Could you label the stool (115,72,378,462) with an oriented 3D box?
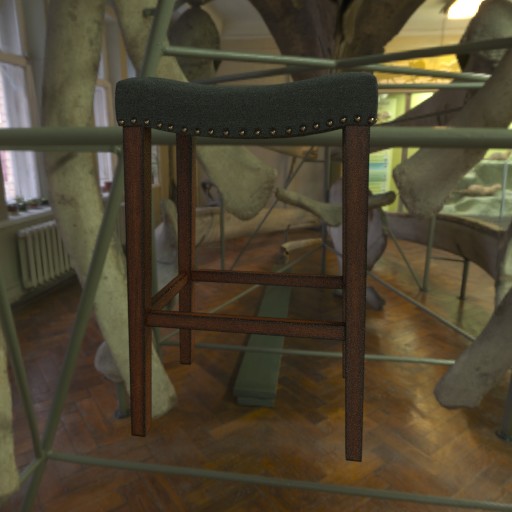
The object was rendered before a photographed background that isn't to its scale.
[{"bbox_3d":[0.000,0.000,1.025,0.502,0.760,0.366,3,15,9],"label":"stool"}]
